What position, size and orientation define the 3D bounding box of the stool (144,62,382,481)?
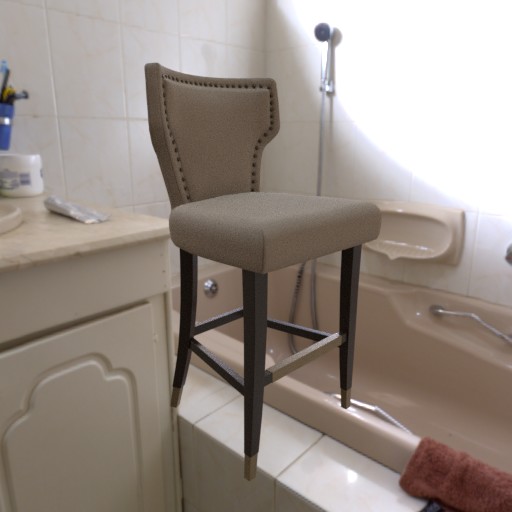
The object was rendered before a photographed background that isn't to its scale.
[{"bbox_3d":[0.000,0.000,1.369,0.563,1.092,0.526,15,21,43],"label":"stool"}]
